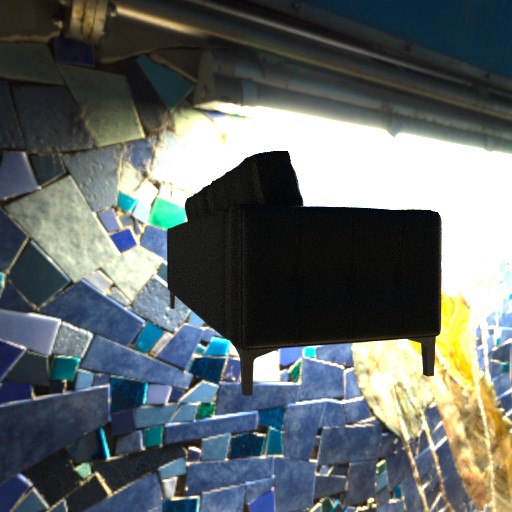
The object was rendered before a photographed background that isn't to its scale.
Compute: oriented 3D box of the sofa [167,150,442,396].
[{"bbox_3d":[0.000,0.000,2.648,0.833,0.893,2.275,0,1,-17],"label":"sofa"}]
